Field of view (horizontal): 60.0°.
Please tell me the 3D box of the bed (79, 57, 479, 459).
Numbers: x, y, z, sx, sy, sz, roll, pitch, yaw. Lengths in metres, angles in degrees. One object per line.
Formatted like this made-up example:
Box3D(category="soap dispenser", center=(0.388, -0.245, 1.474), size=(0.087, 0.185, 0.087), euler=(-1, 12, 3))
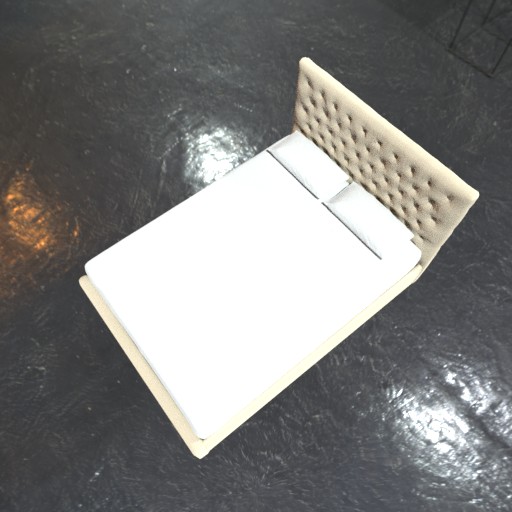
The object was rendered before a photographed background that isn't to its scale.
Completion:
Box3D(category="bed", center=(0.000, 0.000, 3.406), size=(2.387, 1.427, 1.698), euler=(-35, 67, -17))
